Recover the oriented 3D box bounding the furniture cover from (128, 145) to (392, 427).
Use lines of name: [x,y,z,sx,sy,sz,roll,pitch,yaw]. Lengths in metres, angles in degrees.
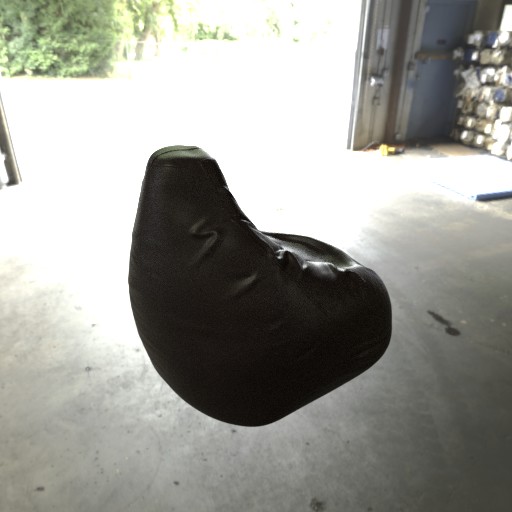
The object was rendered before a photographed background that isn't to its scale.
furniture cover: [0.000,0.000,1.885,1.070,0.990,1.070,-17,31,-30]
